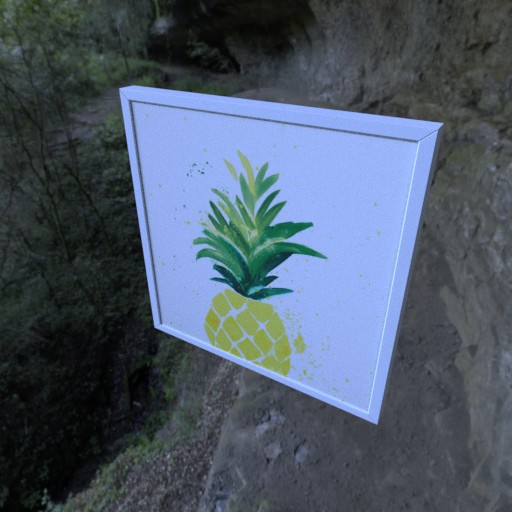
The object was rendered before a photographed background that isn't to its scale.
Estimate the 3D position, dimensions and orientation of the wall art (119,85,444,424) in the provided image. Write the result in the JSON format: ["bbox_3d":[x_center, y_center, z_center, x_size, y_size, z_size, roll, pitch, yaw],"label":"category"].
[{"bbox_3d":[0.000,0.000,0.461,0.307,0.307,0.020,17,34,26],"label":"wall art"}]
